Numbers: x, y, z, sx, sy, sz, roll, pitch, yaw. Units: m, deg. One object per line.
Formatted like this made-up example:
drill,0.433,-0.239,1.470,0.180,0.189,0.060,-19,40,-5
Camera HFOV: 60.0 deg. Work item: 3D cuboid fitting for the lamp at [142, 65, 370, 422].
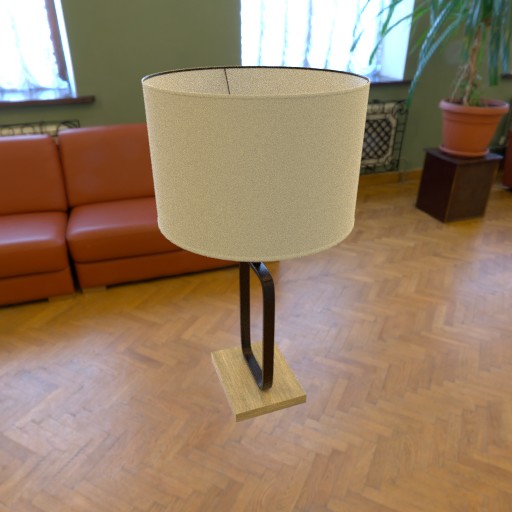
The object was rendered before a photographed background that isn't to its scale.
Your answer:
lamp,0.000,0.000,0.674,0.279,0.508,0.279,-10,30,-17
